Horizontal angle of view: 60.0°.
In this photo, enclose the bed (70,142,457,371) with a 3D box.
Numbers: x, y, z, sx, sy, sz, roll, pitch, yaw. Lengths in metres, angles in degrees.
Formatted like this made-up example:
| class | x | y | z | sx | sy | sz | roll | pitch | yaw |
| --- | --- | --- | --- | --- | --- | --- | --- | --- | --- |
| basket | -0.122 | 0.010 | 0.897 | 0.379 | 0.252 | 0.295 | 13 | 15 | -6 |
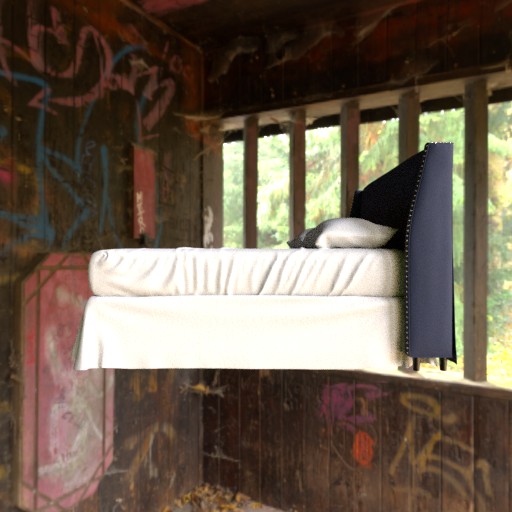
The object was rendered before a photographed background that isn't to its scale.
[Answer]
| class | x | y | z | sx | sy | sz | roll | pitch | yaw |
| --- | --- | --- | --- | --- | --- | --- | --- | --- | --- |
| bed | 0.000 | 0.000 | 3.453 | 2.276 | 1.332 | 1.925 | 0 | 0 | 0 |
